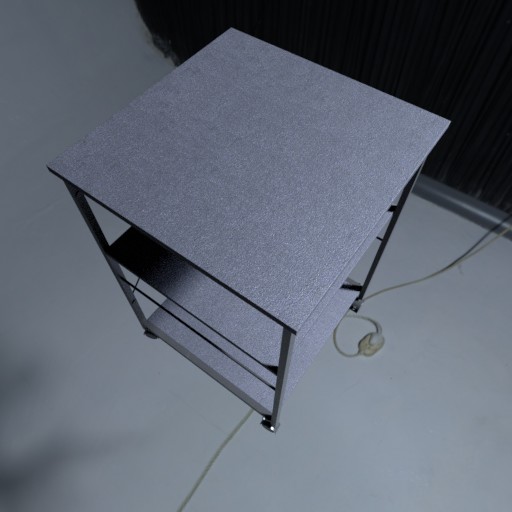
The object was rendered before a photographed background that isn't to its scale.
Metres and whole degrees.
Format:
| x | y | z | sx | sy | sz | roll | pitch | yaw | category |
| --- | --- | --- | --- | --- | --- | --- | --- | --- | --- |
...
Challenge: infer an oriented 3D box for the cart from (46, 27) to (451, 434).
| x | y | z | sx | sy | sz | roll | pitch | yaw | category |
| --- | --- | --- | --- | --- | --- | --- | --- | --- | --- |
| 0.000 | 0.000 | 1.117 | 0.520 | 0.762 | 0.521 | 32 | 63 | 19 | cart |
